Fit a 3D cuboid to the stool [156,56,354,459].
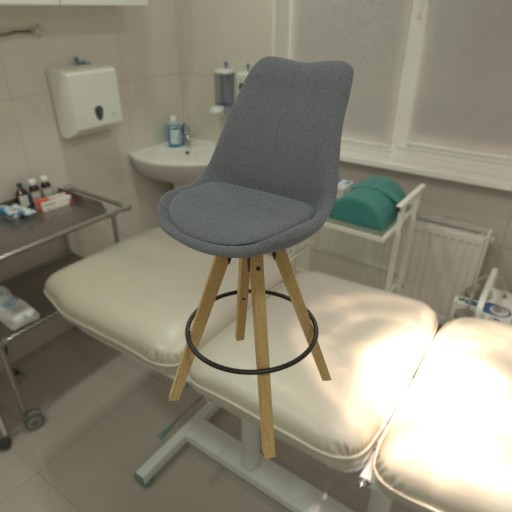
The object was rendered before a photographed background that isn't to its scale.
[{"bbox_3d":[0.000,0.000,1.408,0.485,1.115,0.550,19,34,30],"label":"stool"}]
